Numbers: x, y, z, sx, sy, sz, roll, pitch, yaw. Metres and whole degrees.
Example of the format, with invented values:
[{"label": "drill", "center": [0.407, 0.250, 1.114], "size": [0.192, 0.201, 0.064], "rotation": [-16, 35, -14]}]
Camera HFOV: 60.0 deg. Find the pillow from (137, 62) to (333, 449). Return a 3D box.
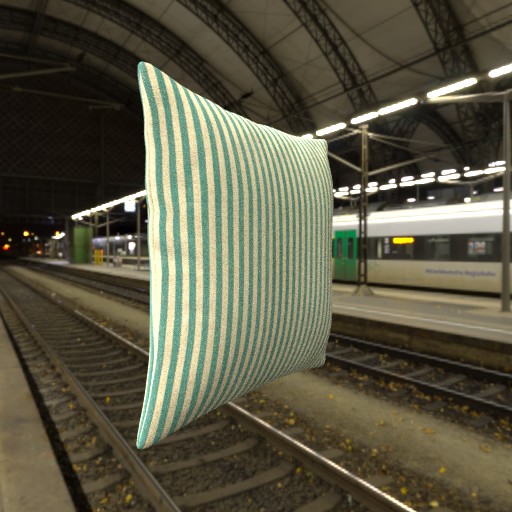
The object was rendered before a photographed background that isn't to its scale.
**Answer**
[{"label": "pillow", "center": [0.000, 0.000, 0.790], "size": [0.166, 0.510, 0.523], "rotation": [1, 1, 36]}]
